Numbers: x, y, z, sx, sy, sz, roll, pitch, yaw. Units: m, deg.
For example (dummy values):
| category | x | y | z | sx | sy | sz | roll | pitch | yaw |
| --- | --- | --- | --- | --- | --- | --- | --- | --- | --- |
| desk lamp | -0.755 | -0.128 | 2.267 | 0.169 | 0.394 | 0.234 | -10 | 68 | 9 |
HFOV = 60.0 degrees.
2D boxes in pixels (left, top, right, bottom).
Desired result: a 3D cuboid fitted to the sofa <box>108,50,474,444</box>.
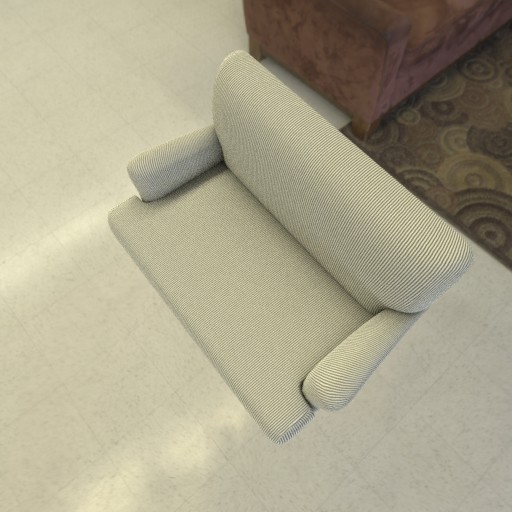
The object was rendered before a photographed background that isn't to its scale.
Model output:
| category | x | y | z | sx | sy | sz | roll | pitch | yaw |
| --- | --- | --- | --- | --- | --- | --- | --- | --- | --- |
| sofa | 0.000 | 0.000 | 1.796 | 0.779 | 0.889 | 1.297 | -36 | 68 | -17 |
